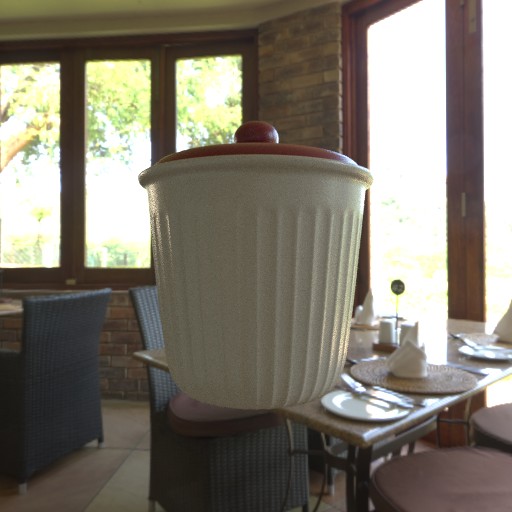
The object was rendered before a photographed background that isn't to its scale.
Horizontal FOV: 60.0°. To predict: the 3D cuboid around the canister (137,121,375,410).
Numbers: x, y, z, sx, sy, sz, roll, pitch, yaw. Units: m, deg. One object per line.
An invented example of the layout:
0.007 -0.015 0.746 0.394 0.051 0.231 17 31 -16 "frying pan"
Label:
0.000 0.000 0.350 0.181 0.211 0.181 0 0 0 "canister"
